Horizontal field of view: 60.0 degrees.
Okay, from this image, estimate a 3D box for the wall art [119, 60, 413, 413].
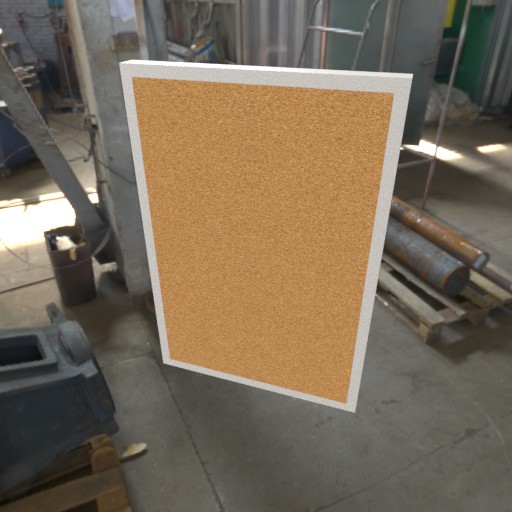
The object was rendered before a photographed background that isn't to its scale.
[{"bbox_3d":[0.000,0.000,0.833,0.450,0.657,0.038,10,32,16],"label":"wall art"}]
